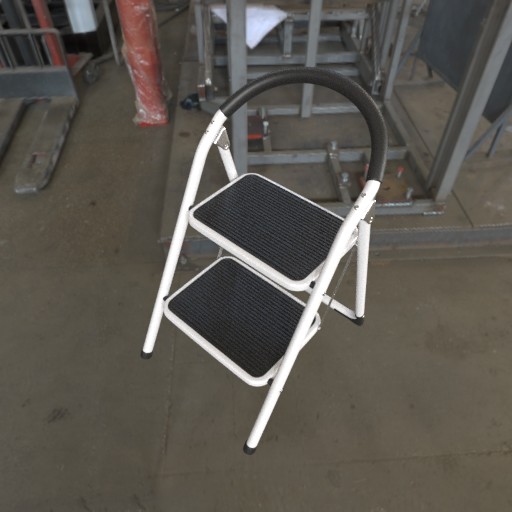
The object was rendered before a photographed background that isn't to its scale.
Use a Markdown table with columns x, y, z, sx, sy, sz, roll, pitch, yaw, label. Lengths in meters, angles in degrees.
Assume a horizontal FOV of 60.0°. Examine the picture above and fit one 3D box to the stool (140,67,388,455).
| x | y | z | sx | sy | sz | roll | pitch | yaw | label |
| --- | --- | --- | --- | --- | --- | --- | --- | --- | --- |
| 0.000 | 0.000 | 1.105 | 0.453 | 0.760 | 0.559 | 33 | 55 | 27 | stool |
